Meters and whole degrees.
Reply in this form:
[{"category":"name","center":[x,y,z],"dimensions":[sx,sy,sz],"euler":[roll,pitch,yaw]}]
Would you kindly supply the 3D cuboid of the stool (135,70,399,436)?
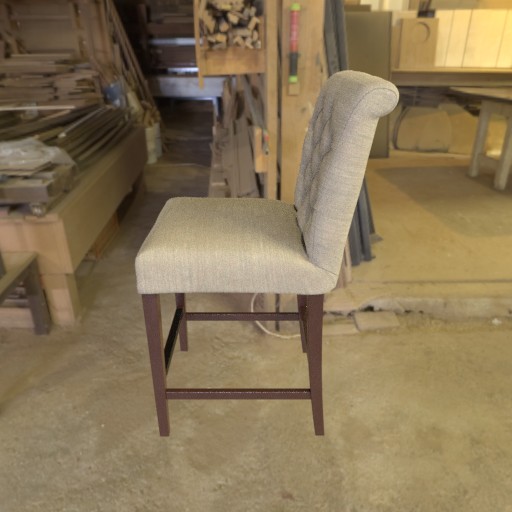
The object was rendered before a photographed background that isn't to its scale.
[{"category":"stool","center":[0.000,0.000,1.417],"dimensions":[0.660,1.084,0.486],"euler":[0,26,0]}]
